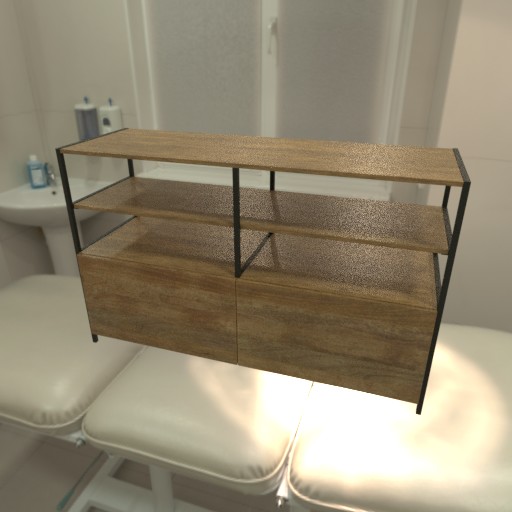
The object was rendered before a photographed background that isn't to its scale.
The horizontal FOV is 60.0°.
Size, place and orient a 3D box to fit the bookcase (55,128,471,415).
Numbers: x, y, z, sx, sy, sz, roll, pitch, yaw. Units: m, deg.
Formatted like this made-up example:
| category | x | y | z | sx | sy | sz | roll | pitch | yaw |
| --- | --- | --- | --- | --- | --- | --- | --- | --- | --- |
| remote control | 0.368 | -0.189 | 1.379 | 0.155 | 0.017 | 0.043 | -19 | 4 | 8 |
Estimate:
| category | x | y | z | sx | sy | sz | roll | pitch | yaw |
| --- | --- | --- | --- | --- | --- | --- | --- | --- | --- |
| bookcase | 0.000 | 0.000 | 1.479 | 1.149 | 0.712 | 0.391 | 8 | 27 | 16 |
